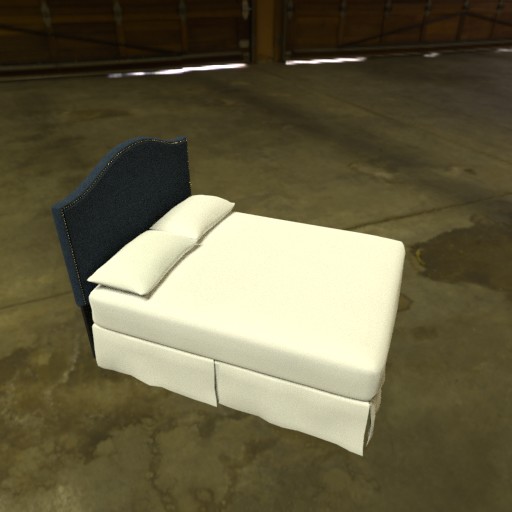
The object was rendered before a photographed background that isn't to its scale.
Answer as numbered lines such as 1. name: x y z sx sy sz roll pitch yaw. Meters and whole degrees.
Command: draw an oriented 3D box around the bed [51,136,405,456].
1. bed: 0.000 0.000 3.341 2.153 1.518 1.713 11 33 18
